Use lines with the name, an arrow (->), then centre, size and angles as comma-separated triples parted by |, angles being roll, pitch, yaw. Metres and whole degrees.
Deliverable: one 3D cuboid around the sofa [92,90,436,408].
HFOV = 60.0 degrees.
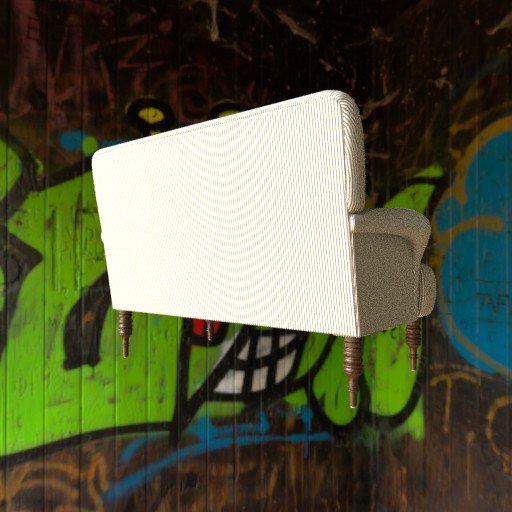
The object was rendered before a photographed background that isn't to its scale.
sofa -> 0.000, 0.000, 1.813 | 1.297, 0.889, 0.779 | 0, -1, 38
